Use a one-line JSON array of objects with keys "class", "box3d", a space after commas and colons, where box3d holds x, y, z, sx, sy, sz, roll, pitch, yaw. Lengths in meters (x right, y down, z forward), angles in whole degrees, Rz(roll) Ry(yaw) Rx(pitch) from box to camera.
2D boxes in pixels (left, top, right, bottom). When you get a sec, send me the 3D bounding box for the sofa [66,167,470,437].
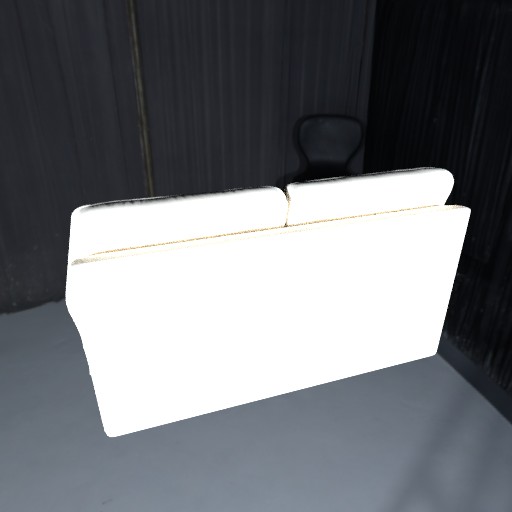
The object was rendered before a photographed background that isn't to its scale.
[{"class": "sofa", "box3d": [0.000, 0.000, 2.236, 1.727, 0.940, 0.991, -9, 29, -17]}]
